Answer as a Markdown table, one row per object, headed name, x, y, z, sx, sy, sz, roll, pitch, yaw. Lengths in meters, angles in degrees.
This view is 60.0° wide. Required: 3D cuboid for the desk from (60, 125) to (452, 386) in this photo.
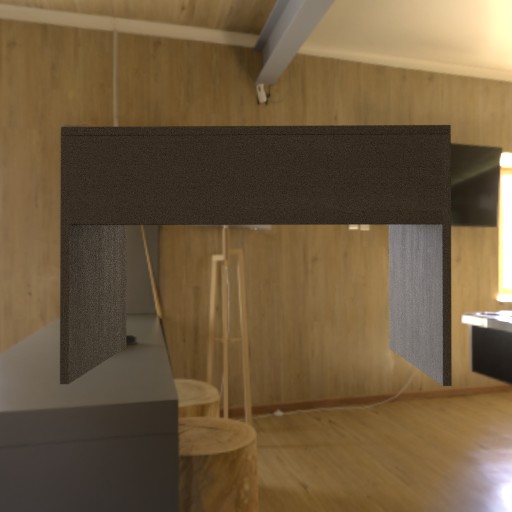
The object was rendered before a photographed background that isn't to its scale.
| name | x | y | z | sx | sy | sz | roll | pitch | yaw |
| --- | --- | --- | --- | --- | --- | --- | --- | --- | --- |
| desk | 0.000 | 0.000 | 1.525 | 1.099 | 0.729 | 0.557 | 0 | 0 | 1 |
